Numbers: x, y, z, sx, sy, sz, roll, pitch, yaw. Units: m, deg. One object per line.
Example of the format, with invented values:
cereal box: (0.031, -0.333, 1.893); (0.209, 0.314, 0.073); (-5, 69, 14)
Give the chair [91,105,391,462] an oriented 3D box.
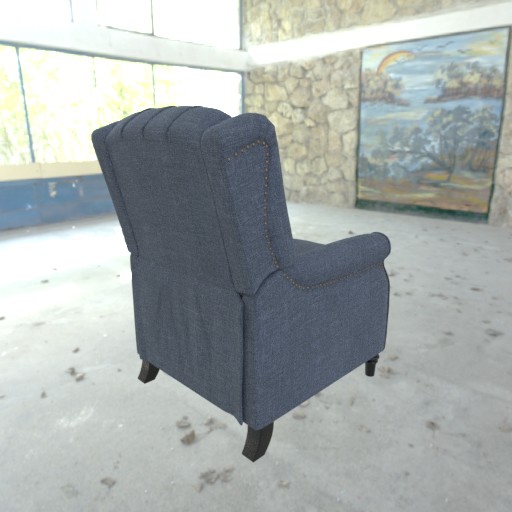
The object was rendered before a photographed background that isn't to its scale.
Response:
chair: (0.000, 0.000, 1.649); (0.898, 1.035, 0.742); (-15, 21, -43)
